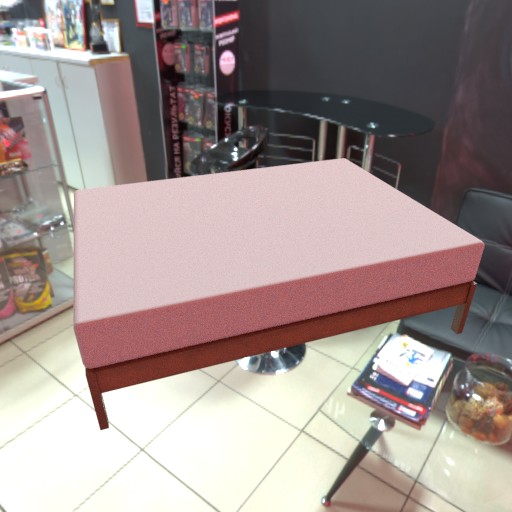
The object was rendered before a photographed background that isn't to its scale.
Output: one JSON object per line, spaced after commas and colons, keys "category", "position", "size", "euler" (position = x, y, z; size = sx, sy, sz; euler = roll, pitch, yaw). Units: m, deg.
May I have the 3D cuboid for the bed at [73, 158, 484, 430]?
{"category": "bed", "position": [0.000, 0.000, 2.778], "size": [2.050, 0.593, 1.529], "euler": [-10, 32, -17]}
